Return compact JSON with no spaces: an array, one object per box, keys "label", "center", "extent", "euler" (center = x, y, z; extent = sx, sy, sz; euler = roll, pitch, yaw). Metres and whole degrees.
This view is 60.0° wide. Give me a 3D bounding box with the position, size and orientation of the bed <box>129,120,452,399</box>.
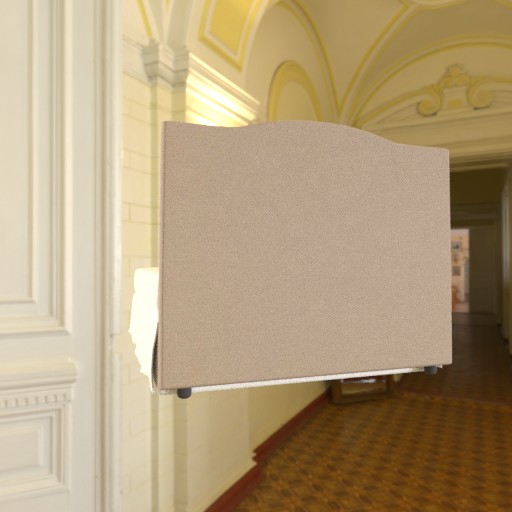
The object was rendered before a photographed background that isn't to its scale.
[{"label":"bed","center":[0.000,0.000,3.459],"extent":[1.821,1.436,2.282],"euler":[0,-1,-18]}]
